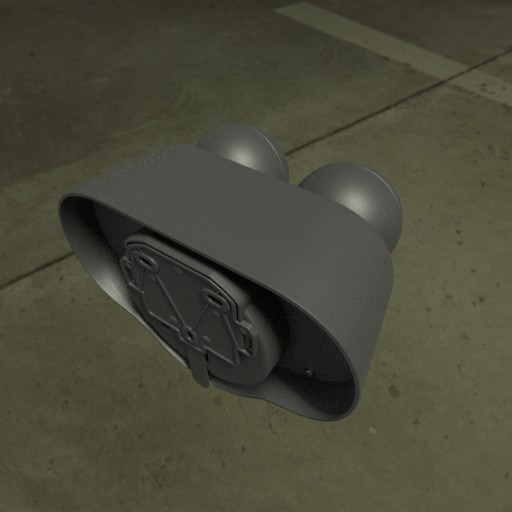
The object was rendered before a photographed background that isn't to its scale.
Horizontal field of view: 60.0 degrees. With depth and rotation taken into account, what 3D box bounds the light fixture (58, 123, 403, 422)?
[{"bbox_3d":[0.000,0.000,0.334,0.229,0.159,0.159,26,52,22],"label":"light fixture"}]
